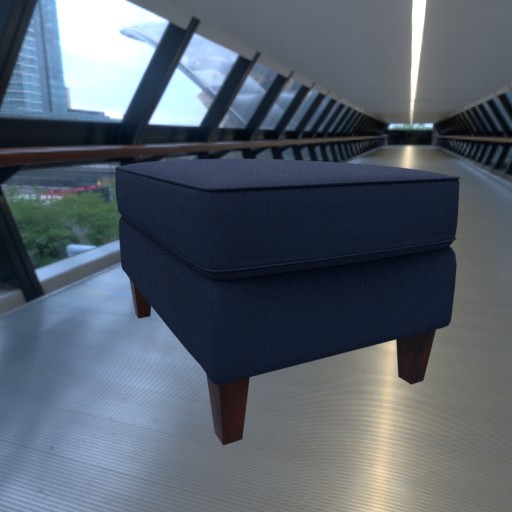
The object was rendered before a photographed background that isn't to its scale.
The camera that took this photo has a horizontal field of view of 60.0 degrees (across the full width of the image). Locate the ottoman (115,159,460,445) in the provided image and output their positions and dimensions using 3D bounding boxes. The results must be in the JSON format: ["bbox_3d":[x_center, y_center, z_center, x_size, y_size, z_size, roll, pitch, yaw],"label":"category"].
[{"bbox_3d":[0.000,0.000,1.384,0.686,0.584,0.965,-7,16,-26],"label":"ottoman"}]
